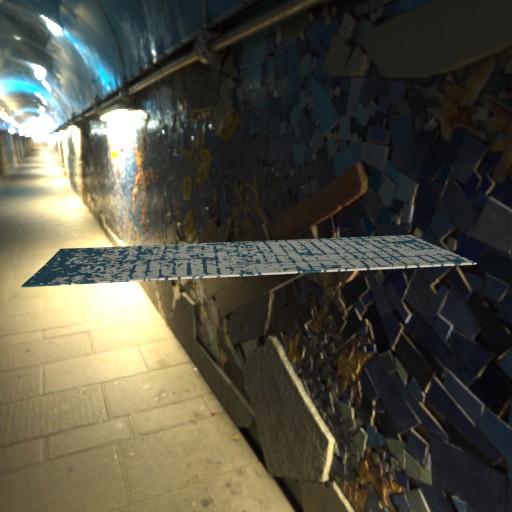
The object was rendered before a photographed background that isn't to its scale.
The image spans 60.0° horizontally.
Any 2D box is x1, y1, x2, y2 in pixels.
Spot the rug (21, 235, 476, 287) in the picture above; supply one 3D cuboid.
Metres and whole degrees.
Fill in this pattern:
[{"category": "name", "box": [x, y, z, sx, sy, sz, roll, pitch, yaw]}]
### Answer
[{"category": "rug", "box": [0.000, 0.000, 2.697, 2.435, 0.011, 0.750, -3, 15, -9]}]
